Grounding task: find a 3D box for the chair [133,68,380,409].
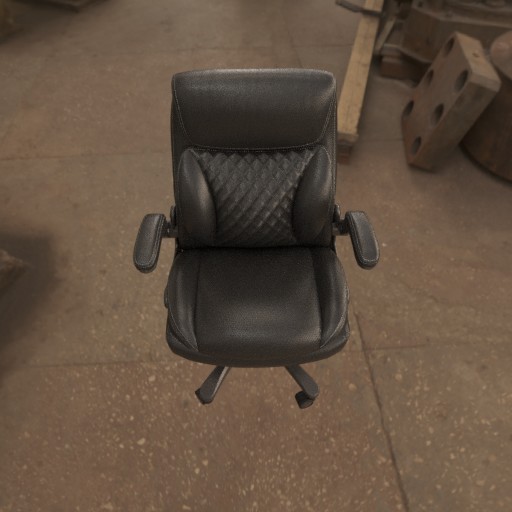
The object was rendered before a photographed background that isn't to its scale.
[{"bbox_3d":[0.000,0.000,1.622,0.782,1.110,0.724,-1,48,-1],"label":"chair"}]
